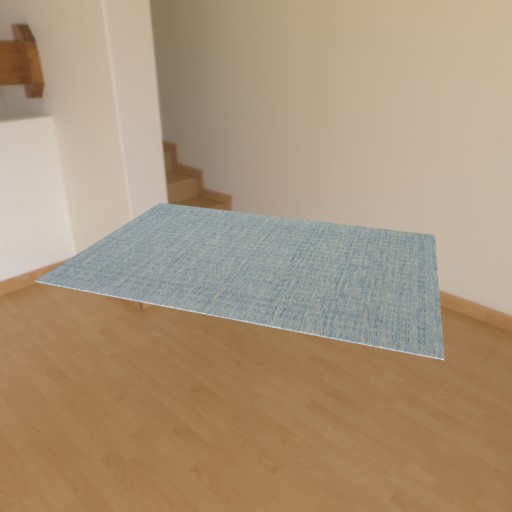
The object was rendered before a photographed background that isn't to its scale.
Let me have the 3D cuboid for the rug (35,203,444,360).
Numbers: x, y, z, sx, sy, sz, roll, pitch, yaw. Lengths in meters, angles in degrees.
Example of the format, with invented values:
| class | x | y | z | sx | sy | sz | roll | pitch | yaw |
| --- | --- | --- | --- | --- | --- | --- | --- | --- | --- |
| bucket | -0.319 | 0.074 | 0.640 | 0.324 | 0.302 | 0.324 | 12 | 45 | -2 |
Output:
| class | x | y | z | sx | sy | sz | roll | pitch | yaw |
| --- | --- | --- | --- | --- | --- | --- | --- | --- | --- |
| rug | 0.000 | 0.000 | 2.268 | 1.752 | 0.006 | 1.142 | 8 | 27 | 17 |
